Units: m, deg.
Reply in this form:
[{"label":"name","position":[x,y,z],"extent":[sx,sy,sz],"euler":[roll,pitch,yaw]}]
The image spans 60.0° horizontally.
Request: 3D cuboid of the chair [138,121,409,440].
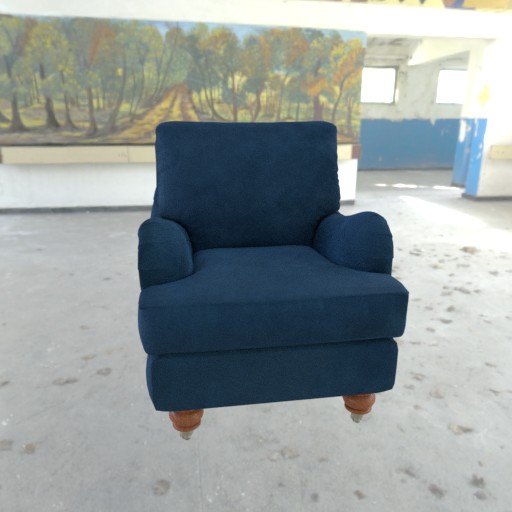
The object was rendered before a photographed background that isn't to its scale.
[{"label":"chair","position":[0.000,0.000,1.850],"extent":[0.895,1.076,1.078],"euler":[-3,17,-8]}]
